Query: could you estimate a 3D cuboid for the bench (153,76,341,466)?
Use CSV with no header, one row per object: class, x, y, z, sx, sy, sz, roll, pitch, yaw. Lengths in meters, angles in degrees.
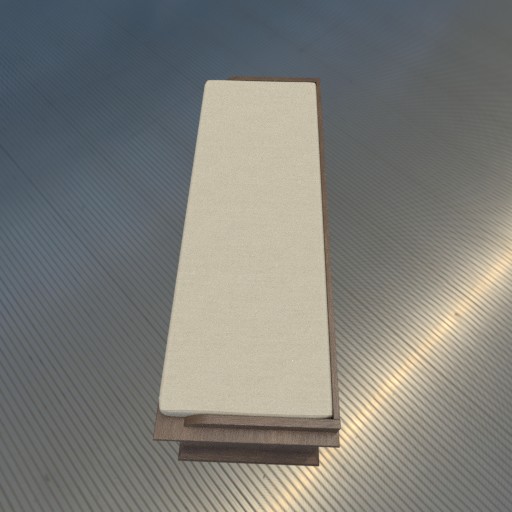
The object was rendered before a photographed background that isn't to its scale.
bench,0.000,0.000,1.428,0.402,0.501,1.185,2,59,1
